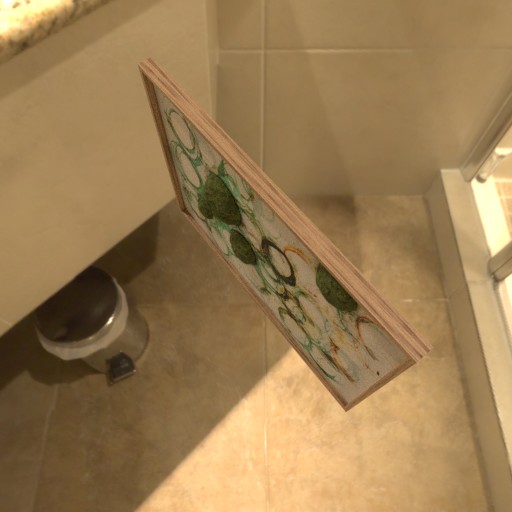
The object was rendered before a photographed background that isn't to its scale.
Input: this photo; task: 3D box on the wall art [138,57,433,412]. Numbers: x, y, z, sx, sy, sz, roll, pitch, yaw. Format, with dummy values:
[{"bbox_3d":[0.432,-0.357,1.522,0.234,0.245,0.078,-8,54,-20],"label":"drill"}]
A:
[{"bbox_3d":[0.000,0.000,1.117,0.063,0.609,0.841,-35,69,-16],"label":"wall art"}]
